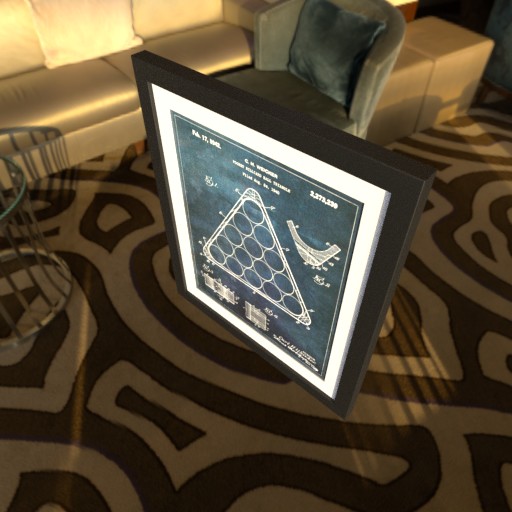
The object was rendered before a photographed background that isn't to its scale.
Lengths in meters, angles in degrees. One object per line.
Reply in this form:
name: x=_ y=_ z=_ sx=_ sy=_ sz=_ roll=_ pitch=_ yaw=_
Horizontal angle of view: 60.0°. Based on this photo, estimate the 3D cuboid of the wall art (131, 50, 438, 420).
wall art: x=0.000 y=0.000 z=0.692 sx=0.432 sy=0.508 sz=0.025 roll=32 pitch=54 yaw=27
